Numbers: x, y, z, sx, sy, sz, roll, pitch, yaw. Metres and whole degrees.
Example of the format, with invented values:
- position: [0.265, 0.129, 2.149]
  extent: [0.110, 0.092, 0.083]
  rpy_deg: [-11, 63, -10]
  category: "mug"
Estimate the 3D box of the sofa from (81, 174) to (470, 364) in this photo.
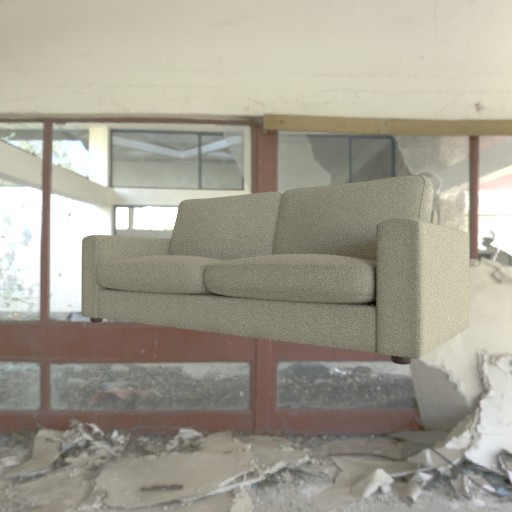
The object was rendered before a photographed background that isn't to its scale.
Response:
- position: [0.000, 0.000, 2.667]
  extent: [2.179, 0.873, 1.016]
  rpy_deg: [0, -1, 36]
  category: "sofa"
